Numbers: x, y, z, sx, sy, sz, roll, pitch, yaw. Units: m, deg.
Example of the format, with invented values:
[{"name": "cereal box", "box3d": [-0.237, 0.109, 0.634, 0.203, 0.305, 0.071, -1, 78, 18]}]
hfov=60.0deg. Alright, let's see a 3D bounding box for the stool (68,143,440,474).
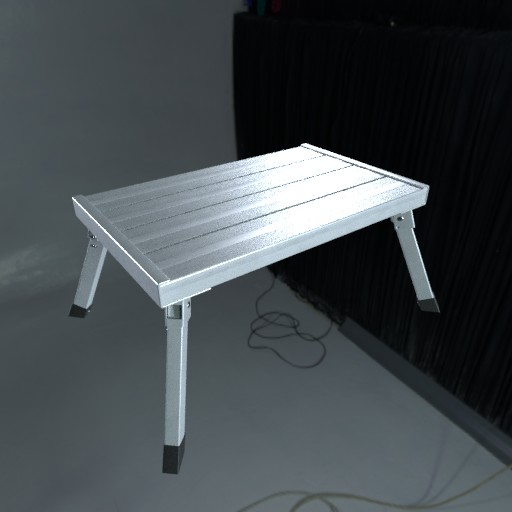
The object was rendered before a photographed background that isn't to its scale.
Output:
[{"name": "stool", "box3d": [0.000, 0.000, 0.717, 0.535, 0.225, 0.385, -20, 36, -31]}]
